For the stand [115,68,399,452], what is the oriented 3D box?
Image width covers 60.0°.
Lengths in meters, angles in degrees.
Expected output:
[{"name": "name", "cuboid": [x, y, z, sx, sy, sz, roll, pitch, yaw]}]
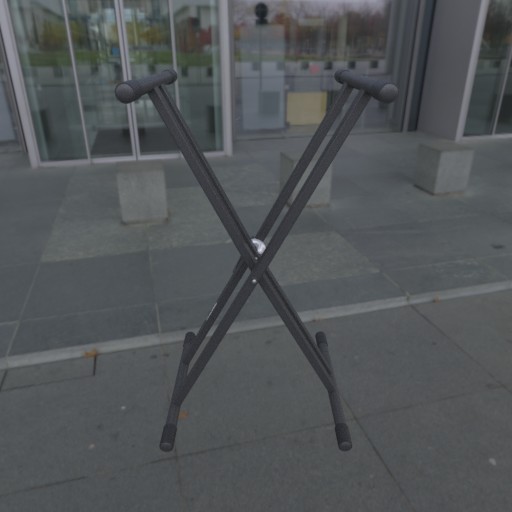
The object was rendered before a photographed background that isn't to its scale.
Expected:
[{"name": "stand", "cuboid": [0.000, 0.000, 1.183, 0.503, 0.900, 0.495, 0, 25, 0]}]
